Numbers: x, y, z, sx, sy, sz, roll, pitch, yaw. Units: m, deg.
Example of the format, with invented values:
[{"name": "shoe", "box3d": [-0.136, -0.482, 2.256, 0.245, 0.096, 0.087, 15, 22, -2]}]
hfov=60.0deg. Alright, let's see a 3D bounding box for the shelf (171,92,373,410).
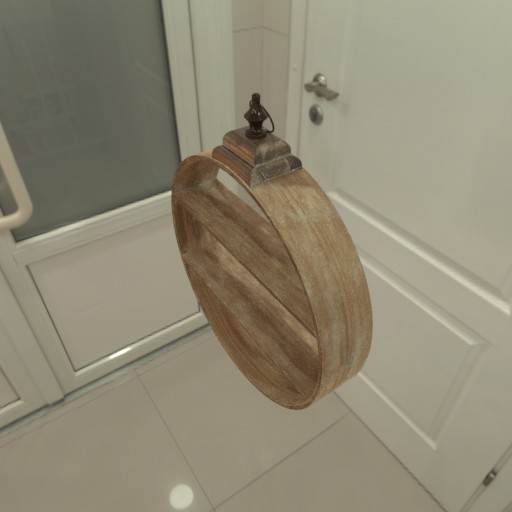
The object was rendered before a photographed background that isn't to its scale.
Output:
[{"name": "shelf", "box3d": [0.000, 0.000, 0.984, 0.125, 0.725, 0.601, -24, 46, -26]}]
